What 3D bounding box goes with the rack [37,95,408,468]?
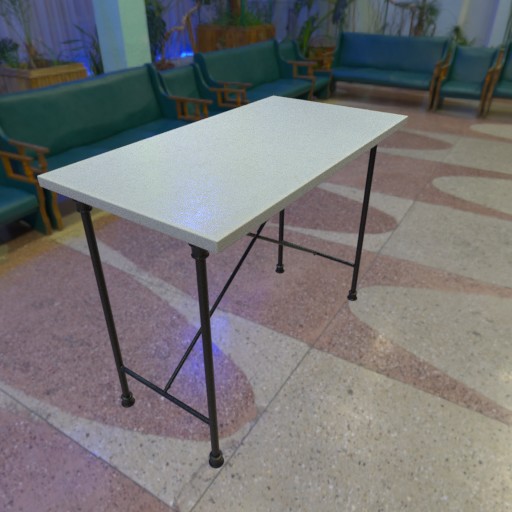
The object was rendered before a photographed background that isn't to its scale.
[{"bbox_3d":[0.000,0.000,1.664,0.613,0.880,1.159,20,37,29],"label":"rack"}]
